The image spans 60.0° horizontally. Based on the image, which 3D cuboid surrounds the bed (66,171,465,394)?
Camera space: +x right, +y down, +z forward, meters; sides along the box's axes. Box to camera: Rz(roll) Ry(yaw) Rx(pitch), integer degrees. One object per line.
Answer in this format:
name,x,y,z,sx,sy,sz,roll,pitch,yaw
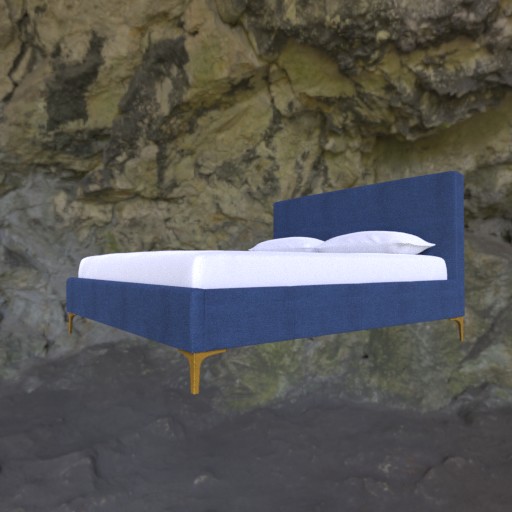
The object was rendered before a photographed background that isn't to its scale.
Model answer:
bed,0.000,0.000,3.372,2.232,1.231,2.096,1,-1,-37
